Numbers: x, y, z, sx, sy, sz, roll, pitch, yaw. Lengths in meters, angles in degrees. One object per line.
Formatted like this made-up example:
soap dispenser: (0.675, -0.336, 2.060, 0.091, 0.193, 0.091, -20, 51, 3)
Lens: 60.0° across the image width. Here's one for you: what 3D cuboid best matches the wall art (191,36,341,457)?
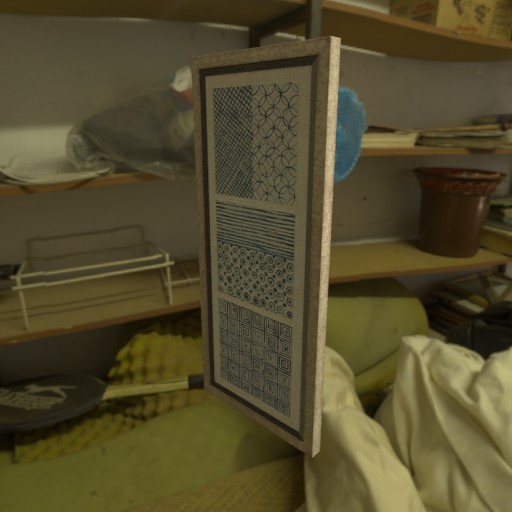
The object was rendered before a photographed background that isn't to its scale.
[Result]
wall art: (0.000, 0.000, 1.711, 0.648, 1.461, 0.051, 16, 23, 42)
